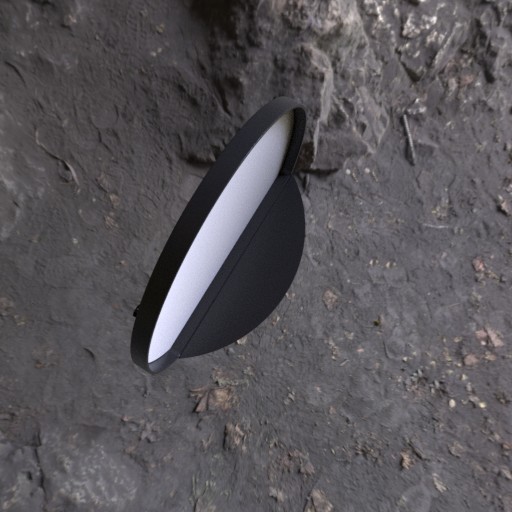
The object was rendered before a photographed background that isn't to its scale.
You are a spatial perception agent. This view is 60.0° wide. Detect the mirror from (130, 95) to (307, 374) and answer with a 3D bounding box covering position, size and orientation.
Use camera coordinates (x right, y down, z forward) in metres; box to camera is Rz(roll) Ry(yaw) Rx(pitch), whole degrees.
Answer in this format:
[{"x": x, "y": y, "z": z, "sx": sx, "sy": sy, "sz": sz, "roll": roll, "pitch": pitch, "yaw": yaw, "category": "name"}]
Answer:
[{"x": 0.000, "y": 0.000, "z": 0.689, "sx": 0.133, "sy": 0.457, "sz": 0.457, "roll": 30, "pitch": 78, "yaw": 7, "category": "mirror"}]
